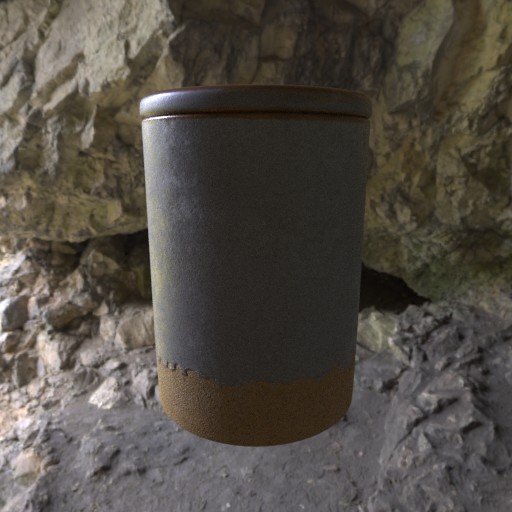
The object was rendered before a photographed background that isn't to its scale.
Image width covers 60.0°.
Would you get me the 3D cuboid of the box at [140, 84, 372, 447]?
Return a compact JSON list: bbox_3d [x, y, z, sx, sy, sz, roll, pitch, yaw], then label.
[{"bbox_3d":[0.000,0.000,0.250,0.118,0.168,0.118,0,13,0],"label":"box"}]
